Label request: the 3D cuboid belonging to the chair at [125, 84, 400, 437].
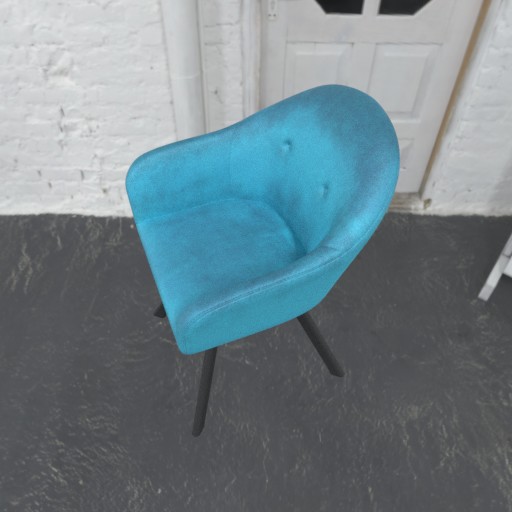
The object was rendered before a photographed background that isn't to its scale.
[{"bbox_3d":[0.000,0.000,1.161,0.570,0.780,0.540,-17,49,-15],"label":"chair"}]
